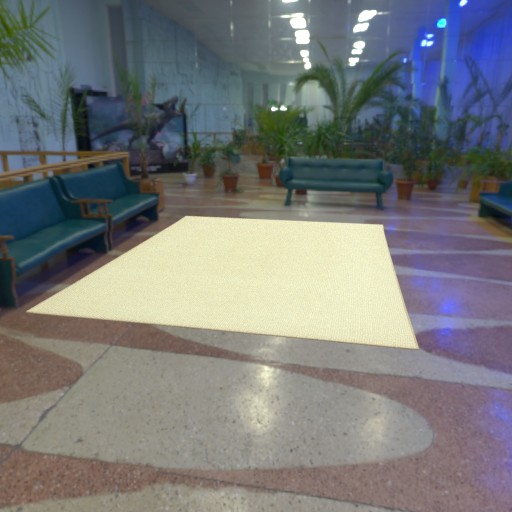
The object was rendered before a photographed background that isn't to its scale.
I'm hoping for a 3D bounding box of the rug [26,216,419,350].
[{"bbox_3d":[0.000,0.000,4.072,2.462,0.018,3.039,3,18,11],"label":"rug"}]
